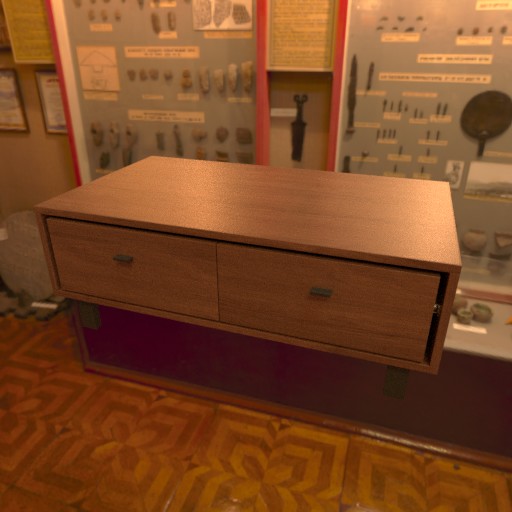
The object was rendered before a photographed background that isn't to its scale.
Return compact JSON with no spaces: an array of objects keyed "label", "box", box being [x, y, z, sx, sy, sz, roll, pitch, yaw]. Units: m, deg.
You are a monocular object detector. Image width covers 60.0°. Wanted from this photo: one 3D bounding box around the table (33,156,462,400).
[{"label":"table","box":[0.000,0.000,1.311,1.020,0.380,0.600,9,27,17]}]
